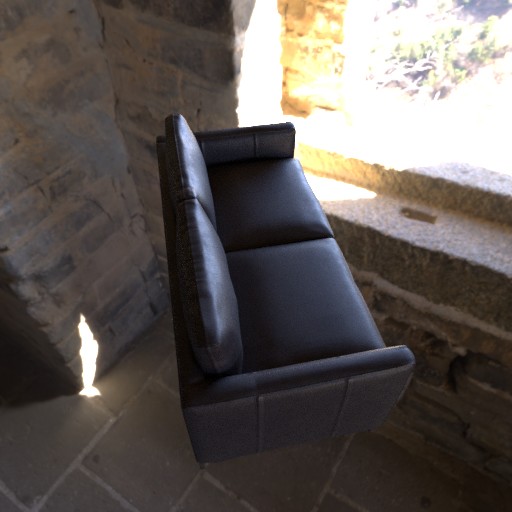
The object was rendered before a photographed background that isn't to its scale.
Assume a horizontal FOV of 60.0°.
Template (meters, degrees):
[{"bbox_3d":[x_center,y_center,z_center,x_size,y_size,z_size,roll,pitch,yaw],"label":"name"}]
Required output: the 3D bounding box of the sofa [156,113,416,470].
[{"bbox_3d":[0.000,0.000,2.316,0.947,0.883,1.805,-10,47,-10],"label":"sofa"}]
